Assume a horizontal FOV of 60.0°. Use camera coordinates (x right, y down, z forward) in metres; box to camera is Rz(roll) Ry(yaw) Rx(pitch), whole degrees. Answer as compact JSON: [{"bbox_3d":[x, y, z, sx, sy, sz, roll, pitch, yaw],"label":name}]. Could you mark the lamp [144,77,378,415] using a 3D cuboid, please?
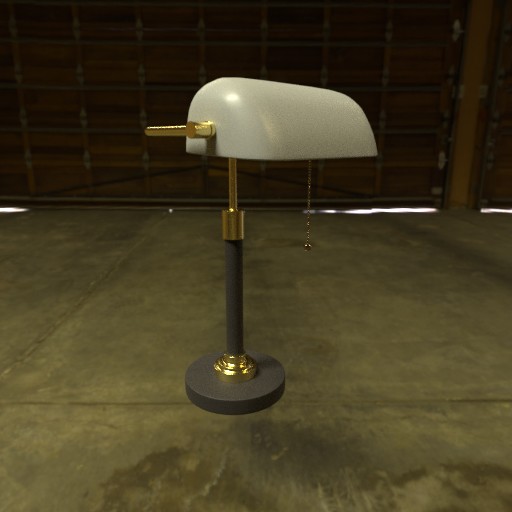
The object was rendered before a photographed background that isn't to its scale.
[{"bbox_3d":[0.000,0.000,0.564,0.227,0.404,0.269,14,20,43],"label":"lamp"}]
